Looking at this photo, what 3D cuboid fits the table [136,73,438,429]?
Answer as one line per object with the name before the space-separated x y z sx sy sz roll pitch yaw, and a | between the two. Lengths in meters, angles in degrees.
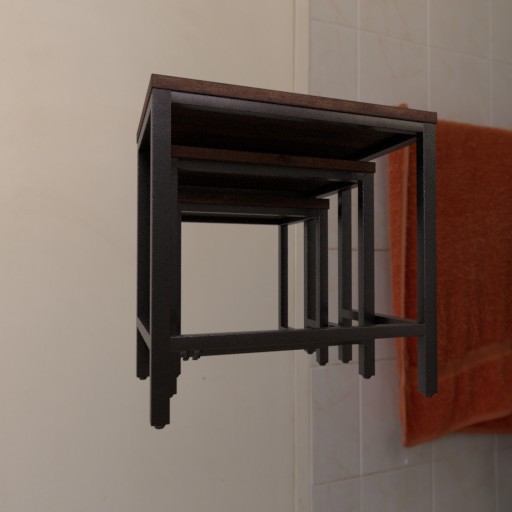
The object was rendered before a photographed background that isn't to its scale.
table | 0.000 0.000 1.170 0.608 0.616 0.660 0 -1 -19
